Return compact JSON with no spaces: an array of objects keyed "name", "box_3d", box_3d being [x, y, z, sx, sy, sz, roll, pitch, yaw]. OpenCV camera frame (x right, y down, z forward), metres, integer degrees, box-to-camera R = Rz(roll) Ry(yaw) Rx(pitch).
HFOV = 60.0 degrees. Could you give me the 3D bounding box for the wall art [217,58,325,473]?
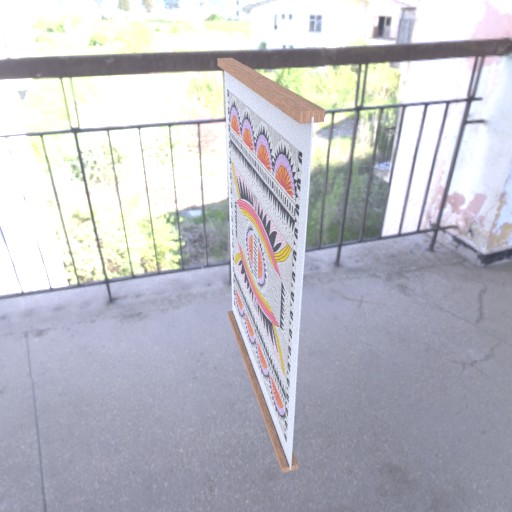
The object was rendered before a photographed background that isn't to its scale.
[{"name":"wall art","box_3d":[0.000,0.000,0.803,0.028,0.609,0.456,-8,31,-13]}]
